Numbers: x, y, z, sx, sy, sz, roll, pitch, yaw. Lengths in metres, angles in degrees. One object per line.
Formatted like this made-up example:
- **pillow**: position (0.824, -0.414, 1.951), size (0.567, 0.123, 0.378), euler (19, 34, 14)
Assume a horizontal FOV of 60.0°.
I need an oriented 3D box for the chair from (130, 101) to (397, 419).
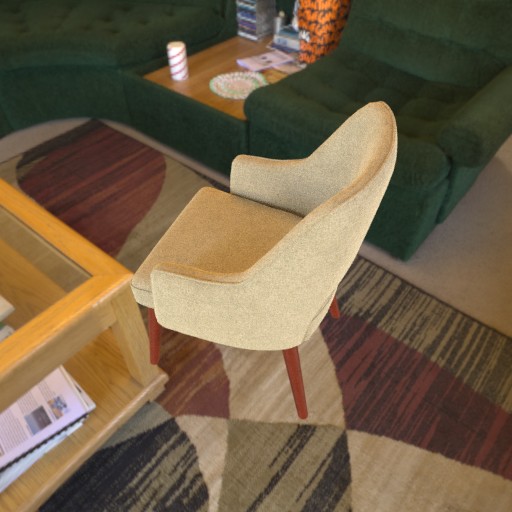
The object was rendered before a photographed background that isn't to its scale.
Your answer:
- **chair**: position (0.000, 0.000, 1.253), size (0.605, 0.849, 0.548), euler (16, 49, 15)
